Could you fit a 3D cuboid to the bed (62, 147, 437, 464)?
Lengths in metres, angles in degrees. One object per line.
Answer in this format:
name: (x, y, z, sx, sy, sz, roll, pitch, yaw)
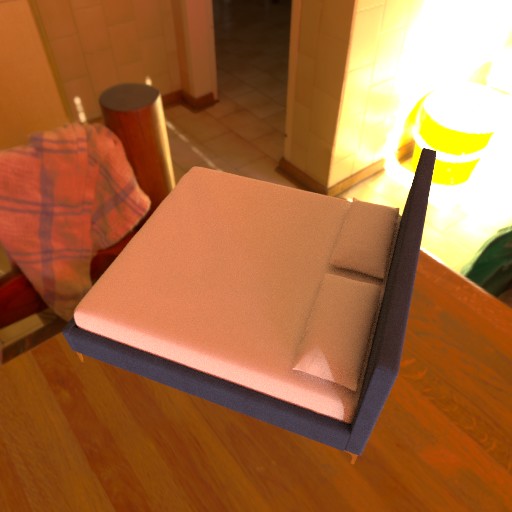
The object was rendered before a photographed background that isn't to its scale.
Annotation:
bed: (0.000, 0.000, 3.473, 2.232, 1.231, 2.096, 15, 48, 14)
